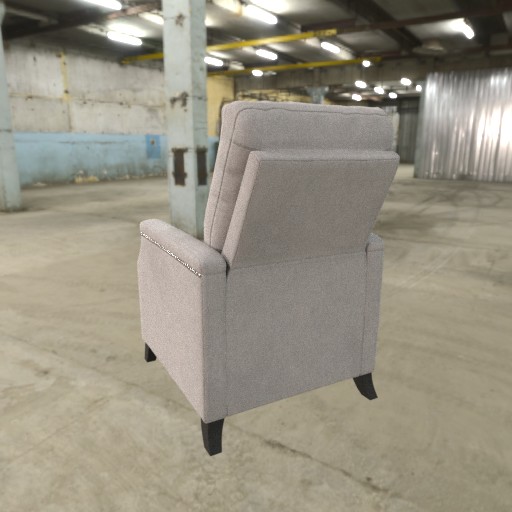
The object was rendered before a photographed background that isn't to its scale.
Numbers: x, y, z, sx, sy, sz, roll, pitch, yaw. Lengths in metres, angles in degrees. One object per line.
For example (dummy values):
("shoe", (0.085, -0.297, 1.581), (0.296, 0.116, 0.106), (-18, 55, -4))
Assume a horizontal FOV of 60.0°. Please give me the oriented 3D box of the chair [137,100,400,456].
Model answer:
("chair", (0.000, 0.000, 1.681), (0.710, 1.049, 0.922), (-7, 15, -28))
